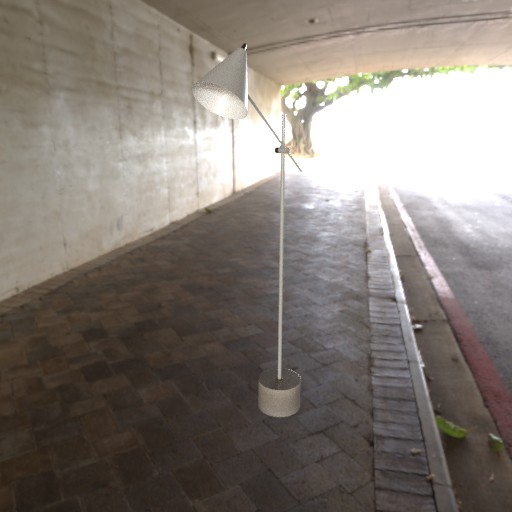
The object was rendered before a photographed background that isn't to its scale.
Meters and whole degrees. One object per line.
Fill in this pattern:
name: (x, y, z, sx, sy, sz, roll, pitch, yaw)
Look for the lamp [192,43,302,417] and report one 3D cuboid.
lamp: (0.000, 0.000, 1.649, 0.508, 1.430, 0.223, -15, 21, -42)
